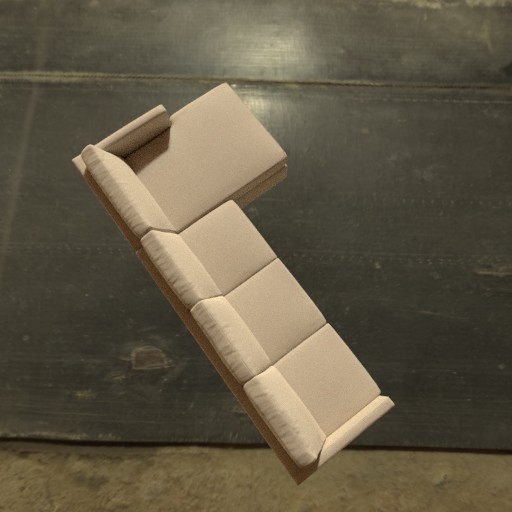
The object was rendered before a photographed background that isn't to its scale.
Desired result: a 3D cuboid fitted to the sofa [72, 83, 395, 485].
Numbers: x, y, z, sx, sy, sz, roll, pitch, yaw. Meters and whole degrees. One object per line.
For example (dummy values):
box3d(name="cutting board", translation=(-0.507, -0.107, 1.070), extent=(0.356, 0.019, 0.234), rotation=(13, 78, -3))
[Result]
box3d(name="sofa", translation=(0.000, 0.000, 3.835), extent=(1.622, 0.871, 3.206), rotation=(-36, 78, -9))
